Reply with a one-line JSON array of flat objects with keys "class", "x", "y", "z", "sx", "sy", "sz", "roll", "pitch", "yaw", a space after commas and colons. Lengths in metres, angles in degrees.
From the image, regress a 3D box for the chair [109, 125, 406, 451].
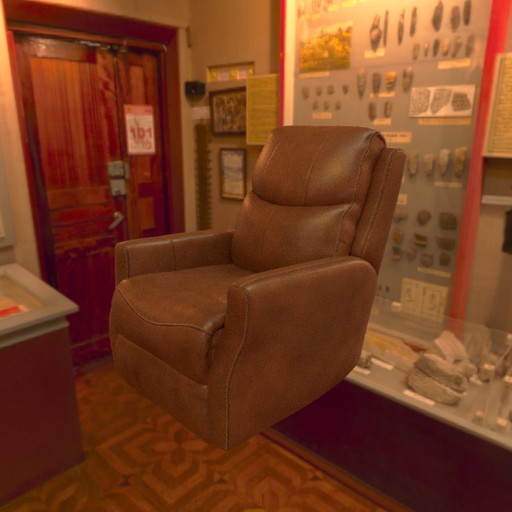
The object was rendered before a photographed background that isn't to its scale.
[{"class": "chair", "x": 0.000, "y": 0.000, "z": 1.798, "sx": 0.821, "sy": 1.016, "sz": 1.072, "roll": 16, "pitch": 23, "yaw": 42}]
